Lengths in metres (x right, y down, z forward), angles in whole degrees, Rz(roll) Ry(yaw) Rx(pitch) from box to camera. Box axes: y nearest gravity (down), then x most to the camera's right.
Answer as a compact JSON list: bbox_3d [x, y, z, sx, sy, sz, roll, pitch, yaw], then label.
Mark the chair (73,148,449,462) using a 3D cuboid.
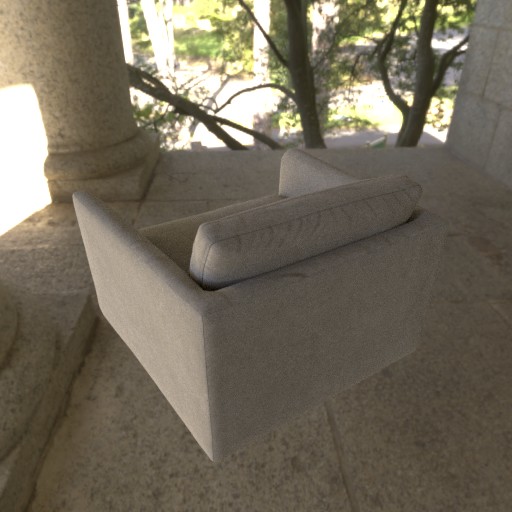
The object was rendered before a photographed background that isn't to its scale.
[{"bbox_3d":[0.000,0.000,1.900,1.190,0.845,1.091,-18,35,-28],"label":"chair"}]
